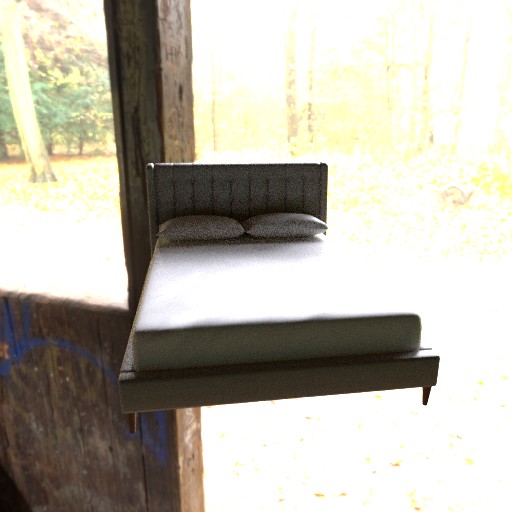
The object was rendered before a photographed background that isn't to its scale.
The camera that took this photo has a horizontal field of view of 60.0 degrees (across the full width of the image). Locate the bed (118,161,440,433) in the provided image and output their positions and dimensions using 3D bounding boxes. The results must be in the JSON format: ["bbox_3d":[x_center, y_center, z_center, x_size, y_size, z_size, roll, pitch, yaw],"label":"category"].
[{"bbox_3d":[0.000,0.000,3.185,1.656,1.147,2.232,-2,17,-8],"label":"bed"}]
